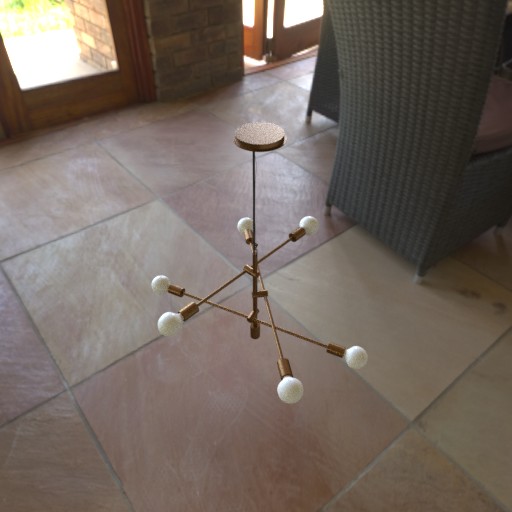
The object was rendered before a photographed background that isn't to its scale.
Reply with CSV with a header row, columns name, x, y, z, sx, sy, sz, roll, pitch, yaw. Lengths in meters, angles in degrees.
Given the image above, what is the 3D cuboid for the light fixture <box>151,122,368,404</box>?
name,x,y,z,sx,sy,sz,roll,pitch,yaw
light fixture,0.000,0.000,1.241,0.637,0.744,0.682,-25,48,-26
